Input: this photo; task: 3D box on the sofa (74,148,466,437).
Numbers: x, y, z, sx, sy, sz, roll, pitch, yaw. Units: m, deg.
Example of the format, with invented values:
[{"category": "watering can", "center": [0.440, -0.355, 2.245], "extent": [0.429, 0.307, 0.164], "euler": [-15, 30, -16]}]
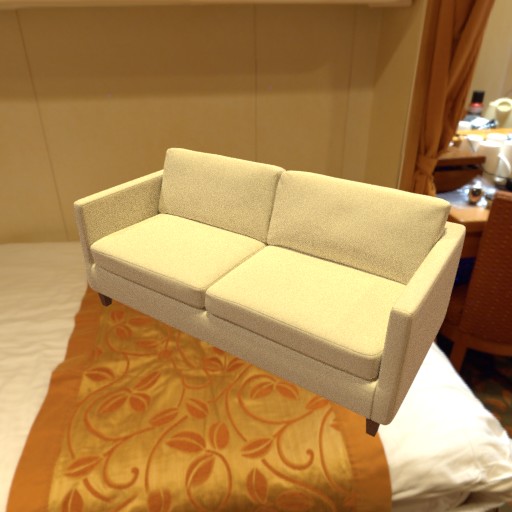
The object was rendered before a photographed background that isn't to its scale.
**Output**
[{"category": "sofa", "center": [0.000, 0.000, 2.518], "extent": [1.981, 0.889, 0.965], "euler": [18, 33, 29]}]
